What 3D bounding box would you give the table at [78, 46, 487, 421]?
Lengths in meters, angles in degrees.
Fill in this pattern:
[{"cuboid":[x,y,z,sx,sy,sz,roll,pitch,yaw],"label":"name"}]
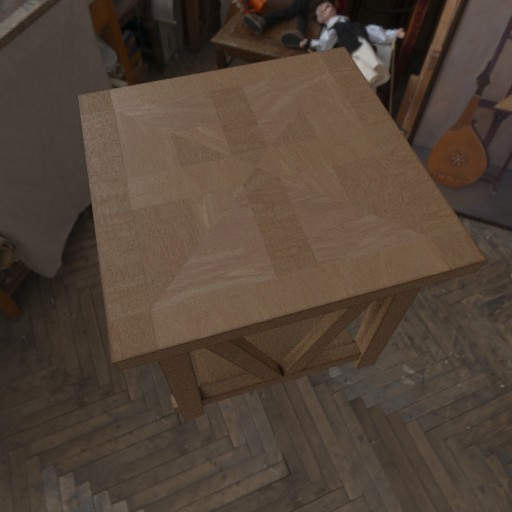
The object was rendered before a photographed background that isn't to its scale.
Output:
[{"cuboid":[0.000,0.000,1.108,0.612,0.638,0.610,-14,59,-9],"label":"table"}]
